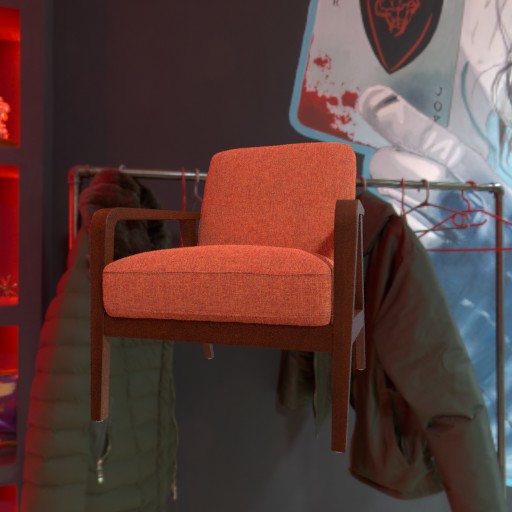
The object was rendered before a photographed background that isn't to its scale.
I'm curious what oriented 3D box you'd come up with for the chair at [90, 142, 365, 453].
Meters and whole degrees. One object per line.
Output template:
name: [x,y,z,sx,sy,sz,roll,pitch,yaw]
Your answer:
chair: [0.000,0.000,1.484,0.719,0.890,0.860,0,0,17]
